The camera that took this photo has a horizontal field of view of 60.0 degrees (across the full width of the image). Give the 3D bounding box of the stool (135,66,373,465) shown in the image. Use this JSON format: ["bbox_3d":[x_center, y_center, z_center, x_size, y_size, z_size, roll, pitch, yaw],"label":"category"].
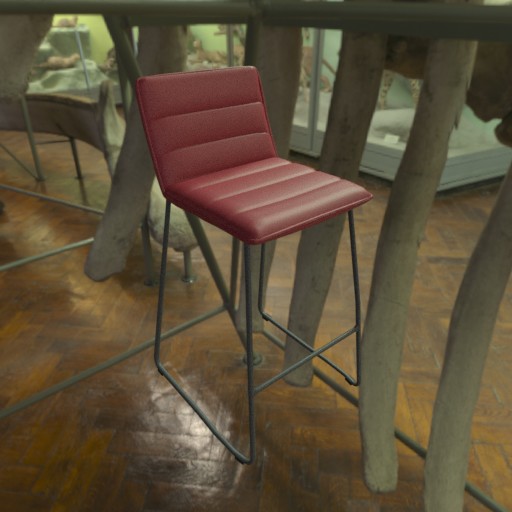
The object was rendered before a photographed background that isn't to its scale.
[{"bbox_3d":[0.000,0.000,1.258,0.489,0.937,0.524,-22,37,-33],"label":"stool"}]
